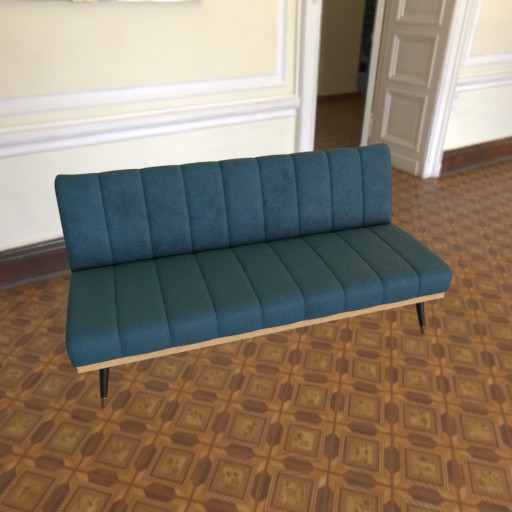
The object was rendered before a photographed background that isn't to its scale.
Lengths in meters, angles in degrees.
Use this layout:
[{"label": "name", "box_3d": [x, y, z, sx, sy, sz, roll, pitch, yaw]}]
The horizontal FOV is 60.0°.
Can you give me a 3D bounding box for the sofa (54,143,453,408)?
[{"label": "sofa", "box_3d": [0.000, 0.000, 2.262, 1.810, 0.825, 0.830, -9, 31, -15]}]
